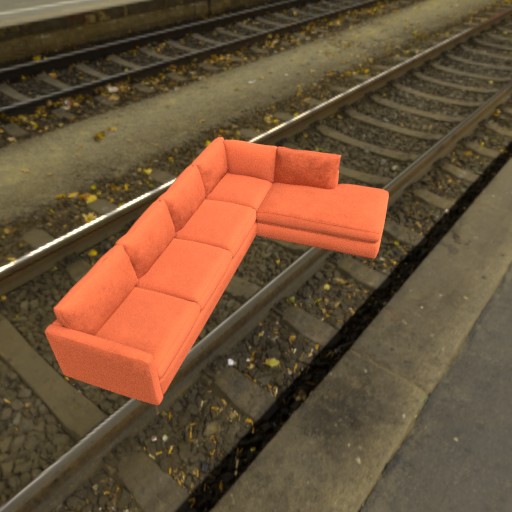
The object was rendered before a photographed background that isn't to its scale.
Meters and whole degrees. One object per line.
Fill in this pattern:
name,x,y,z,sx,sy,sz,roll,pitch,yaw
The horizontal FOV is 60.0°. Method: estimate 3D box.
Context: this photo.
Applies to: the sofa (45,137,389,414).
sofa,0.000,0.000,3.605,1.879,0.757,2.736,12,41,14
